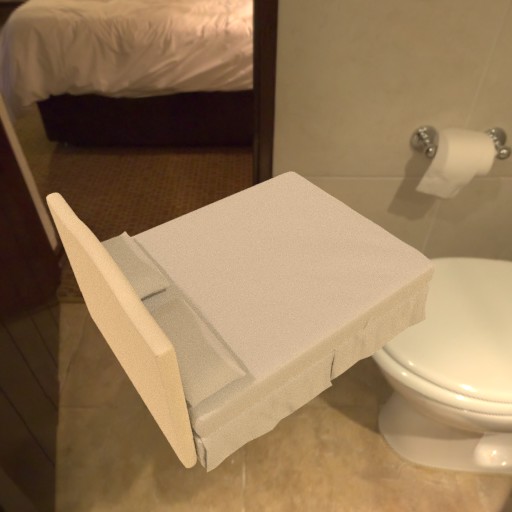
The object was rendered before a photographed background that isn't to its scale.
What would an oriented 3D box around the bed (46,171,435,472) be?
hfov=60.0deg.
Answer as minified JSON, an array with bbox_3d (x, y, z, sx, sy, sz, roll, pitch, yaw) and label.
[{"bbox_3d":[0.000,0.000,3.611,2.477,1.437,1.977,-27,49,-26],"label":"bed"}]
